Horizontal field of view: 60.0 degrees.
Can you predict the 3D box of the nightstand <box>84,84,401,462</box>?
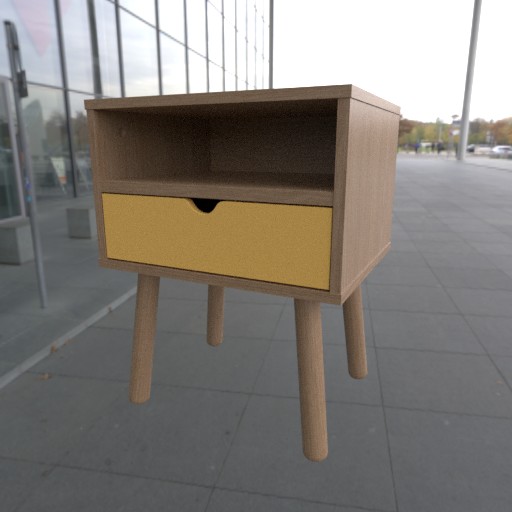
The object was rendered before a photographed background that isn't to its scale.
[{"bbox_3d":[0.000,0.000,0.874,0.450,0.571,0.380,7,16,25],"label":"nightstand"}]
